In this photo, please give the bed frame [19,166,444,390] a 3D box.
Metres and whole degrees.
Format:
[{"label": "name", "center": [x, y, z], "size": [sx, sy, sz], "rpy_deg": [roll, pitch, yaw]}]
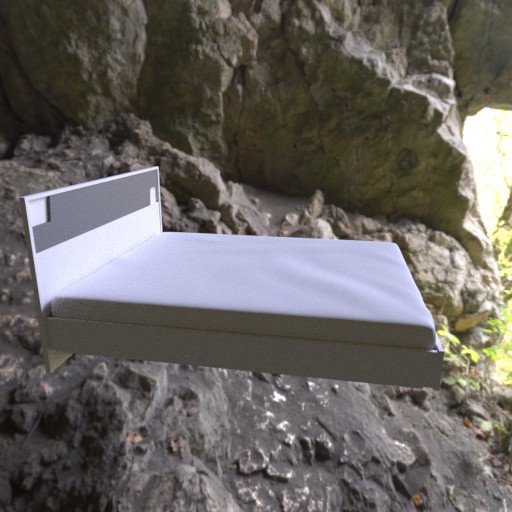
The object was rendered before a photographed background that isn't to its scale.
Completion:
[{"label": "bed frame", "center": [0.000, 0.000, 2.989], "size": [2.100, 1.001, 1.711], "rpy_deg": [3, 17, 10]}]
